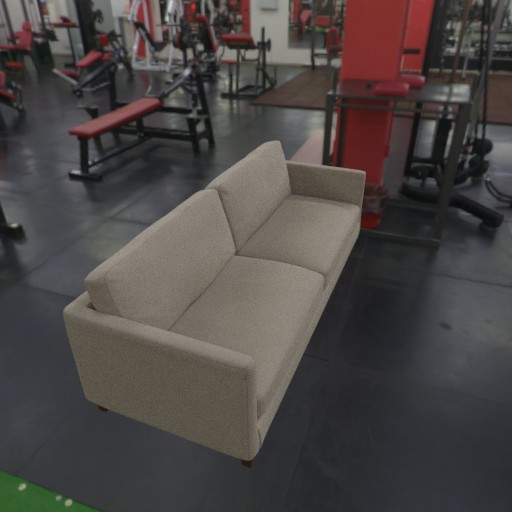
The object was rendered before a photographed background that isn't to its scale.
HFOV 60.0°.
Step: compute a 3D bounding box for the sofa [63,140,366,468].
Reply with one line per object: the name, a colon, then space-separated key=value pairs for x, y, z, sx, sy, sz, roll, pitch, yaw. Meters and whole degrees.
sofa: x=0.000 y=0.000 z=2.920 sx=0.988 sy=0.912 sz=2.404 roll=12 pitch=33 yaw=19
